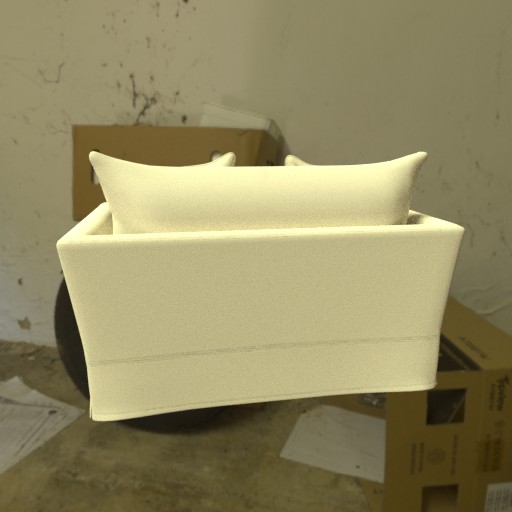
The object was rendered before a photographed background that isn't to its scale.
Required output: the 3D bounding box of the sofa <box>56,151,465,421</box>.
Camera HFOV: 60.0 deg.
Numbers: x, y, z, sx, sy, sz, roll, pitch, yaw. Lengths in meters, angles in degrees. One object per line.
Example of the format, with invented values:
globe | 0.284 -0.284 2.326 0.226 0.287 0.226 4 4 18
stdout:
sofa | 0.000 0.000 2.210 1.608 1.039 1.026 -2 15 -9
